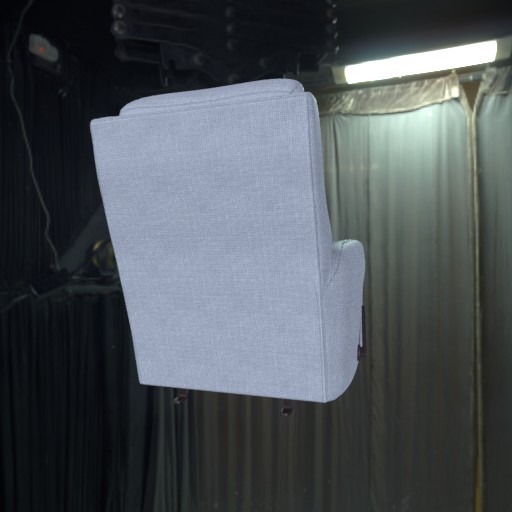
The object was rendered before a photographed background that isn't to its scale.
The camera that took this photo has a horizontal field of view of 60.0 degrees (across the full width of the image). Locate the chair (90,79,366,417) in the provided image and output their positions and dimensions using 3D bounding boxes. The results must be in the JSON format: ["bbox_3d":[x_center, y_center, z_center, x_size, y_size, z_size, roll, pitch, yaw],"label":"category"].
[{"bbox_3d":[0.000,0.000,1.732,0.829,1.030,1.080,0,-1,19],"label":"chair"}]
